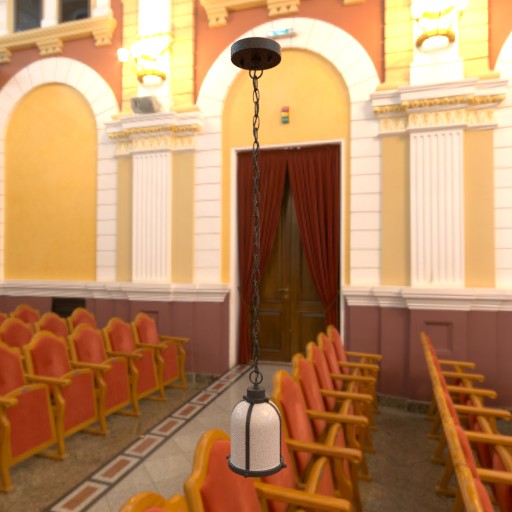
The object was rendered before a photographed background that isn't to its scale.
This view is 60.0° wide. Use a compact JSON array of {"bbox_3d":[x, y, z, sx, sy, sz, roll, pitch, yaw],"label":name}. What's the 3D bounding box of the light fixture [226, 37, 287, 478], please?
[{"bbox_3d":[0.000,0.000,1.263,0.178,1.181,0.178,0,0,18],"label":"light fixture"}]
